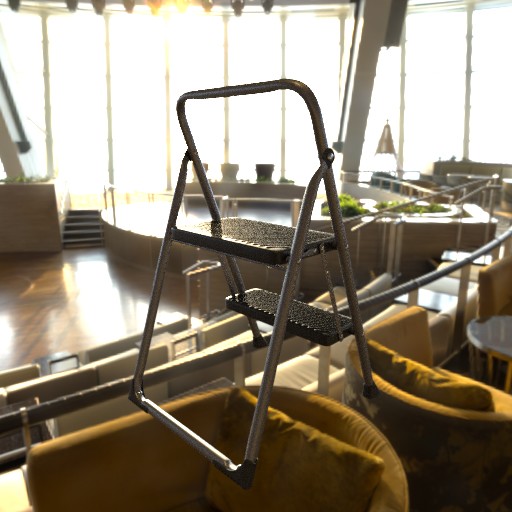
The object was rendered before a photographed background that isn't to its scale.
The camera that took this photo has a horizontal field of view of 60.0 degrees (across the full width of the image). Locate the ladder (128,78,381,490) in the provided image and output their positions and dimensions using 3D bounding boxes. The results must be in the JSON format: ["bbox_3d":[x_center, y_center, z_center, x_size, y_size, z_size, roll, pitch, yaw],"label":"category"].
[{"bbox_3d":[0.000,0.000,1.009,0.472,0.720,0.430,-14,20,-43],"label":"ladder"}]
